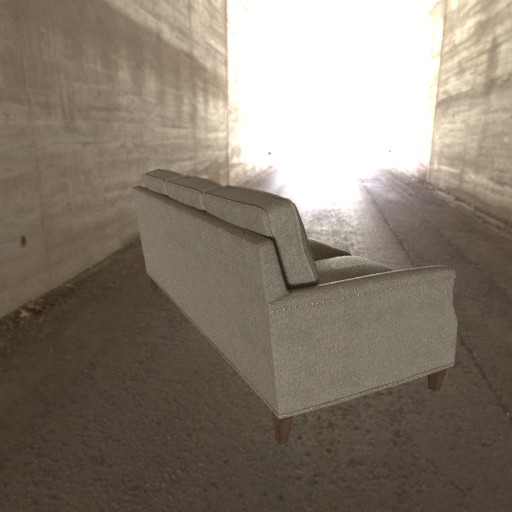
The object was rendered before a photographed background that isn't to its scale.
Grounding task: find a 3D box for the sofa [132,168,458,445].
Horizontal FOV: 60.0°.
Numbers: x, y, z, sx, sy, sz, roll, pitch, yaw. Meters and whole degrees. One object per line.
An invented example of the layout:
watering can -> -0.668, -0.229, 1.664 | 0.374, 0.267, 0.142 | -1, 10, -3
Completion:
sofa -> 0.000, 0.000, 2.802 | 1.084, 1.003, 2.246 | -7, 17, -26
